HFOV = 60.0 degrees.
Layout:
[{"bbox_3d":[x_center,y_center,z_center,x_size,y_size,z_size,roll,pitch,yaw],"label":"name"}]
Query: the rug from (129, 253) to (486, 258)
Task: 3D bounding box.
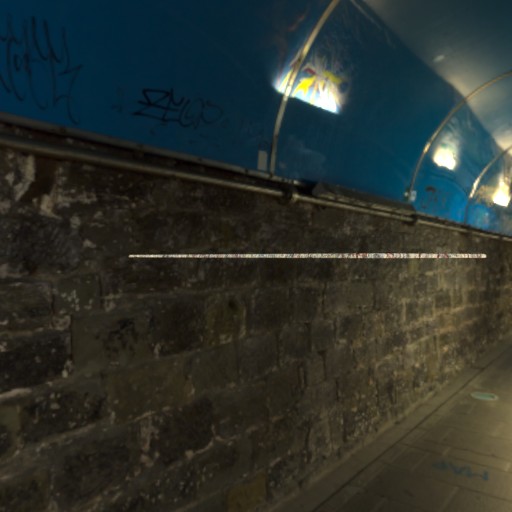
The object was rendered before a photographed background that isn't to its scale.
[{"bbox_3d":[0.000,0.000,2.543,0.688,0.015,2.292,0,0,-36],"label":"rug"}]
